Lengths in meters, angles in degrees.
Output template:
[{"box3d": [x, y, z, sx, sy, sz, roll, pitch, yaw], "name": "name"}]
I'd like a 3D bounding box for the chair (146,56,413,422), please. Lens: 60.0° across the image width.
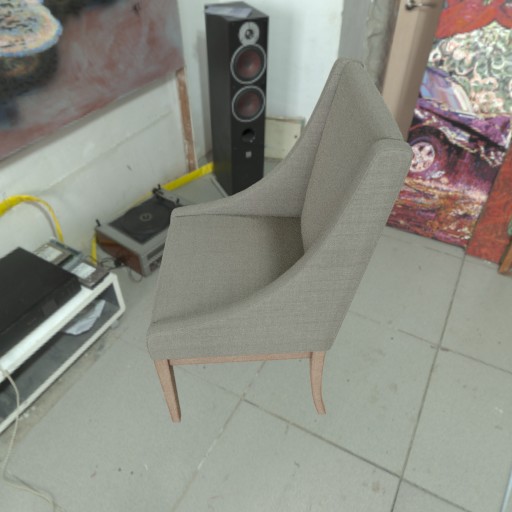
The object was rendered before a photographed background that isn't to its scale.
[{"box3d": [0.000, 0.000, 1.372, 0.611, 1.021, 0.575, -1, 42, -1], "name": "chair"}]
